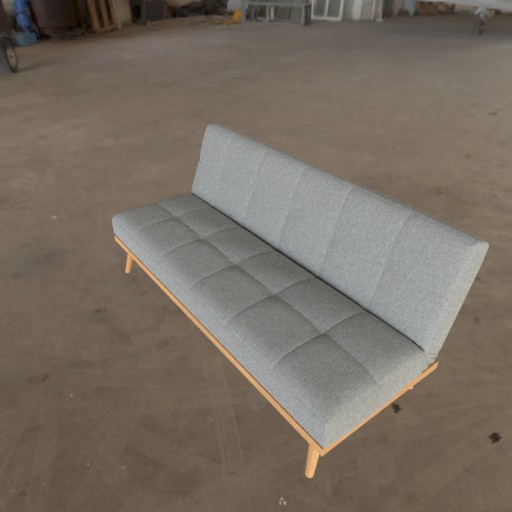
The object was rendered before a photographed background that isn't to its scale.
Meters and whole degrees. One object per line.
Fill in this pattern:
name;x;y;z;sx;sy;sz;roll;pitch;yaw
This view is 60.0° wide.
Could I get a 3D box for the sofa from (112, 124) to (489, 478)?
sofa;0.000;0.000;2.199;0.800;0.800;1.820;-22;39;-30
